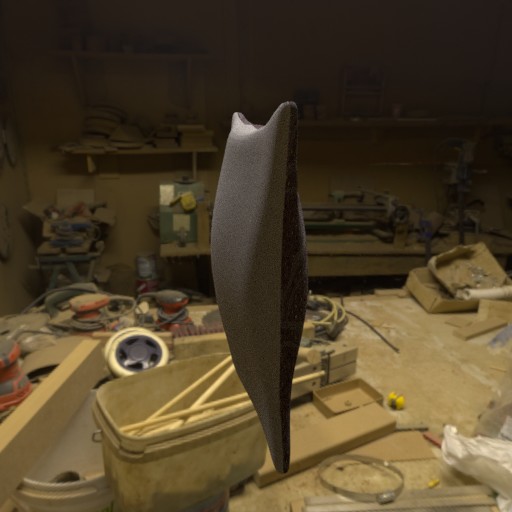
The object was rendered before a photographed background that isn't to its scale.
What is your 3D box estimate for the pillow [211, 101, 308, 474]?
[{"bbox_3d":[0.000,0.000,0.809,0.163,0.513,0.514,-3,16,-9],"label":"pillow"}]
